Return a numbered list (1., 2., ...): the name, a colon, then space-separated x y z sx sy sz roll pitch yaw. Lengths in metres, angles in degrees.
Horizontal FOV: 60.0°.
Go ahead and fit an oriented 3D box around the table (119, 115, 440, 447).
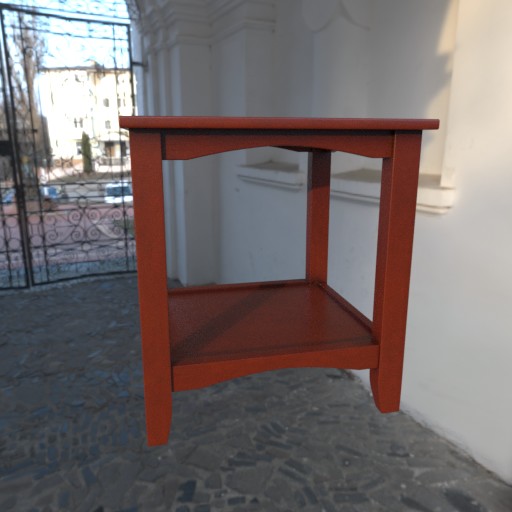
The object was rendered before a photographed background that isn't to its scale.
1. table: 0.000 0.000 0.973 0.523 0.558 0.522 -3 15 -10
